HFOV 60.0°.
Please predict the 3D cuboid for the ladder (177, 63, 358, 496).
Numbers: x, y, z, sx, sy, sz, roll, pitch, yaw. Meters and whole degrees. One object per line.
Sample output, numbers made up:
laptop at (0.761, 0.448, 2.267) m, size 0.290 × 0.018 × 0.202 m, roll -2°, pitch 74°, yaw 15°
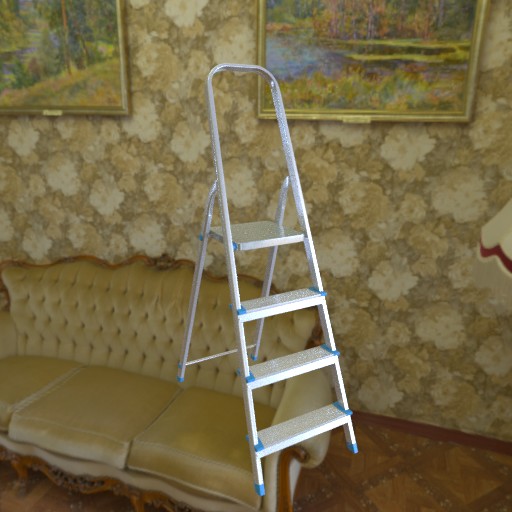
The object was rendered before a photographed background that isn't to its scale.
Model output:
ladder at (0.000, 0.000, 1.765) m, size 0.445 × 1.434 × 0.842 m, roll -9°, pitch 19°, yaw -28°
